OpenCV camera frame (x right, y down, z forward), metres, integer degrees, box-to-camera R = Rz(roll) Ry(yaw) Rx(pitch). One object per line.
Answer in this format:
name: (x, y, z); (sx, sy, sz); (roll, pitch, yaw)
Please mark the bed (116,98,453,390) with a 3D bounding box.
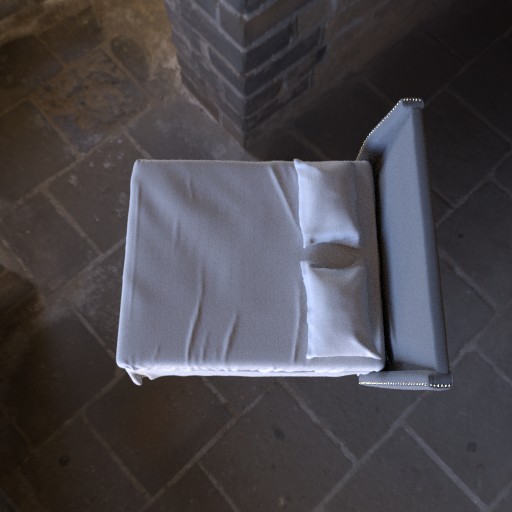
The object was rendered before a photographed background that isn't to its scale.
bed: (0.000, 0.000, 3.381); (2.276, 1.332, 1.925); (0, 74, 0)
